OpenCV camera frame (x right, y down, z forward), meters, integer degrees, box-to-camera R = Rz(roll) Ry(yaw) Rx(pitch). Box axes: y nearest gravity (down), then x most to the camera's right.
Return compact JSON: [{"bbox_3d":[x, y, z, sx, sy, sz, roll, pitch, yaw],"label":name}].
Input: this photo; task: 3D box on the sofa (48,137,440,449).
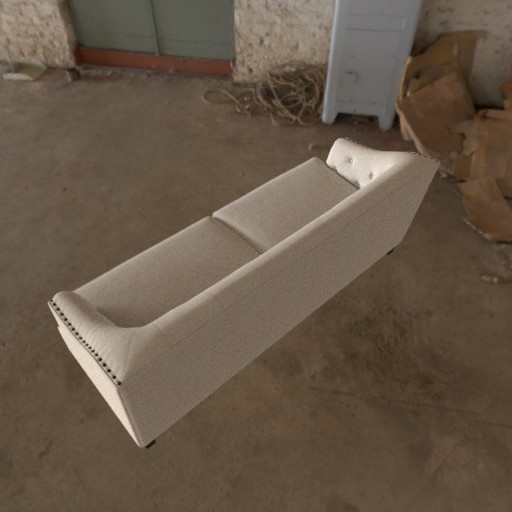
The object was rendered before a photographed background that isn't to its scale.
[{"bbox_3d":[0.000,0.000,2.694,2.235,0.901,0.914,-33,54,-28],"label":"sofa"}]
